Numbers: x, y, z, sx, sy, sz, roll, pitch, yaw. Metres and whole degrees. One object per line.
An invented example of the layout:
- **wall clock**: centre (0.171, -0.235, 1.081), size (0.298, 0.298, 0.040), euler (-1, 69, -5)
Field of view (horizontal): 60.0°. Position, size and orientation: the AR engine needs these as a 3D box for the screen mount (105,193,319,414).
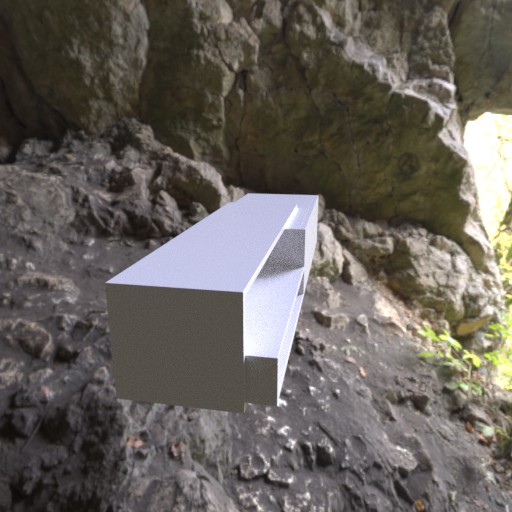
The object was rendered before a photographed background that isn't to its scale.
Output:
- **screen mount**: centre (0.000, 0.000, 1.865), size (0.420, 0.320, 1.680), euler (3, 16, 10)
